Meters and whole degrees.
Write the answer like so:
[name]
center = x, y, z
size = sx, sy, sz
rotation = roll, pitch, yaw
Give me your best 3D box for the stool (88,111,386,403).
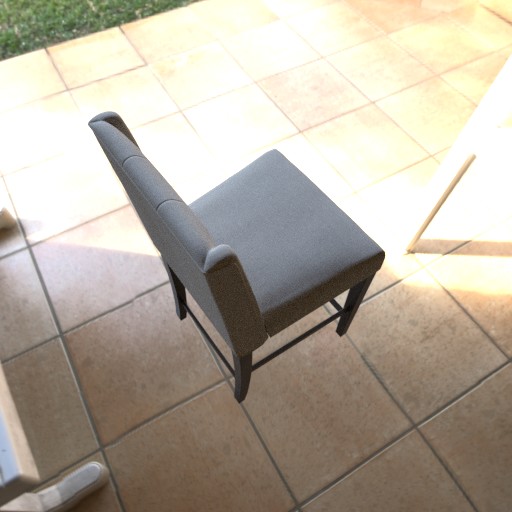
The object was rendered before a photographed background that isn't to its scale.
[stool]
center = 0.000, 0.000, 1.235
size = 0.509, 0.939, 0.474
rotation = -32, 63, -18
